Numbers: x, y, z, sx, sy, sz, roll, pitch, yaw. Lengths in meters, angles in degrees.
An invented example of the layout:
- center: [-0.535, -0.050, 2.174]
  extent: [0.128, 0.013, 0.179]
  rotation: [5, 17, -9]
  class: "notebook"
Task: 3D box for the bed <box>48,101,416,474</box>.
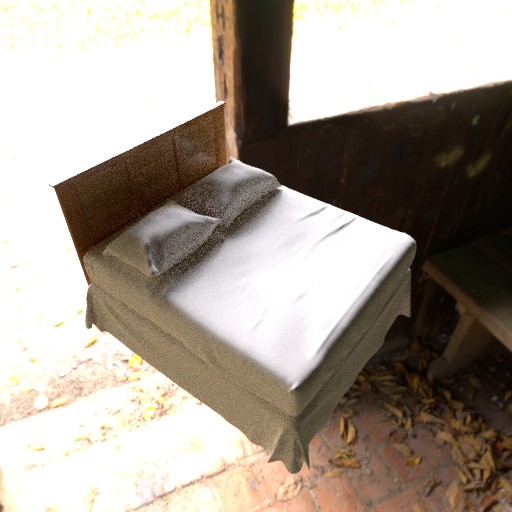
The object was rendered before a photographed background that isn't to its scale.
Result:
- center: [0.000, 0.000, 3.199]
  extent: [2.035, 1.273, 1.870]
  rotation: [27, 48, 27]
  class: "bed"
